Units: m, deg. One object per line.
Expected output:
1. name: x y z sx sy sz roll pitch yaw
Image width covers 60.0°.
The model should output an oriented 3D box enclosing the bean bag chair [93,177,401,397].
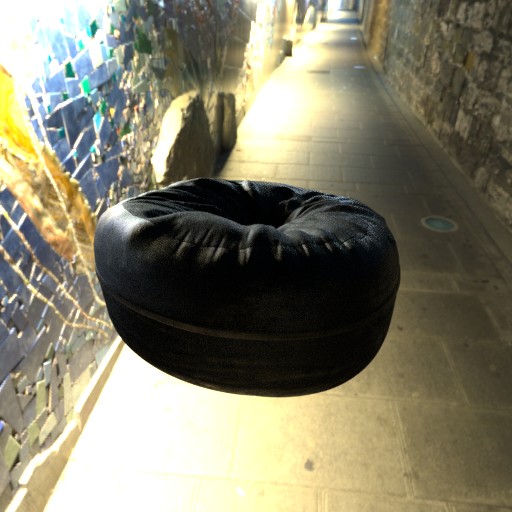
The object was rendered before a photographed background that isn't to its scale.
1. bean bag chair: 0.000 0.000 2.438 1.524 0.878 1.524 10 32 17
